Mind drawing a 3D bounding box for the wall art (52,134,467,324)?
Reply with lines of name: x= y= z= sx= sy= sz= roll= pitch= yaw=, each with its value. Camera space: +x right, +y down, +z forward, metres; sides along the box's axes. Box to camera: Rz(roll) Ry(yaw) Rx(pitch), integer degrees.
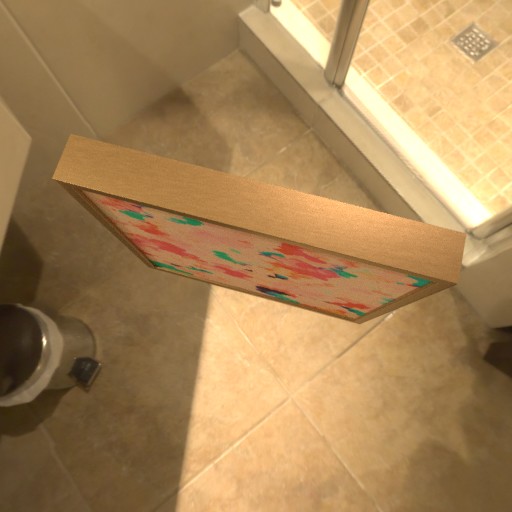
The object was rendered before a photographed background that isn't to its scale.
wall art: x=0.000 y=0.000 z=0.472 sx=0.304 sy=0.305 sz=0.038 roll=15 pitch=76 yaw=4
